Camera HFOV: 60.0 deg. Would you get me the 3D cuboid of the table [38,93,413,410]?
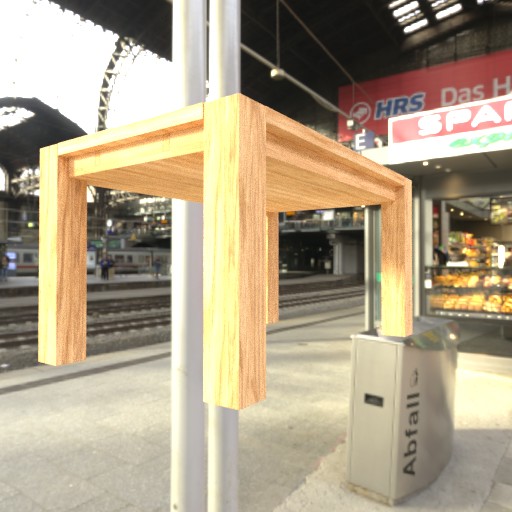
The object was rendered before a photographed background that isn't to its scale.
[{"bbox_3d":[0.000,0.000,1.886,0.900,0.760,1.400,-1,-1,36],"label":"table"}]
